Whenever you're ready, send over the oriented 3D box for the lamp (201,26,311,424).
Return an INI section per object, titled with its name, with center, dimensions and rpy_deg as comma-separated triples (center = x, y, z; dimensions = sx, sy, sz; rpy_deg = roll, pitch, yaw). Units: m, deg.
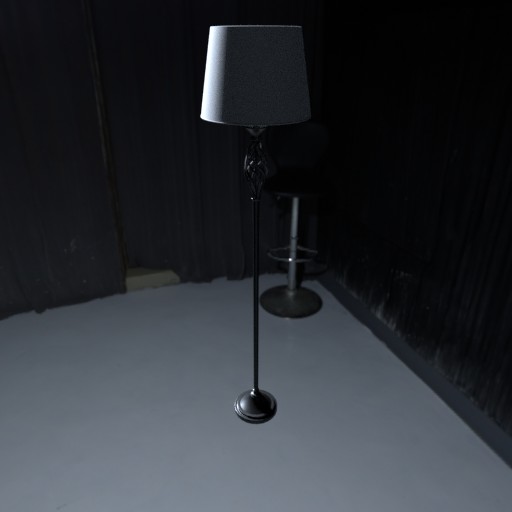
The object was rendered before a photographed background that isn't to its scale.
[lamp]
center = 0.000, 0.000, 1.767
dimensions = 0.379, 1.623, 0.379
rpy_deg = 0, 26, 0
